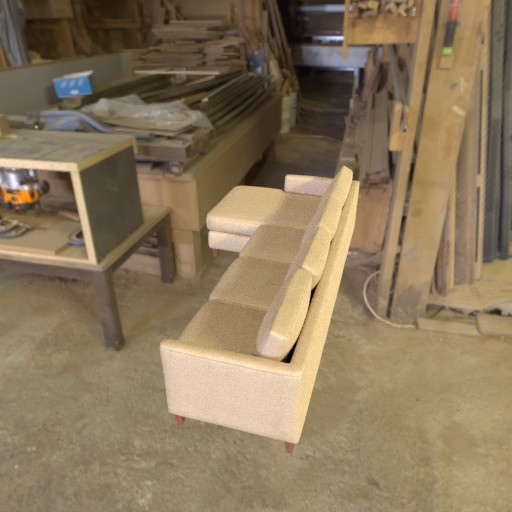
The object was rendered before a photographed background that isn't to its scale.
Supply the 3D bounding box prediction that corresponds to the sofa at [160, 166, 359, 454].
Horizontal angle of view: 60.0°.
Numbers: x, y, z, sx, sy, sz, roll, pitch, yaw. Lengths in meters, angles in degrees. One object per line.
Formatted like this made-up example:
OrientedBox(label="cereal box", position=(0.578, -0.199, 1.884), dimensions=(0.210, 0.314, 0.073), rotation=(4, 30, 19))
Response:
OrientedBox(label="sofa", position=(0.000, 0.000, 3.965), dimensions=(1.502, 0.876, 3.201), rotation=(8, 30, 15))
